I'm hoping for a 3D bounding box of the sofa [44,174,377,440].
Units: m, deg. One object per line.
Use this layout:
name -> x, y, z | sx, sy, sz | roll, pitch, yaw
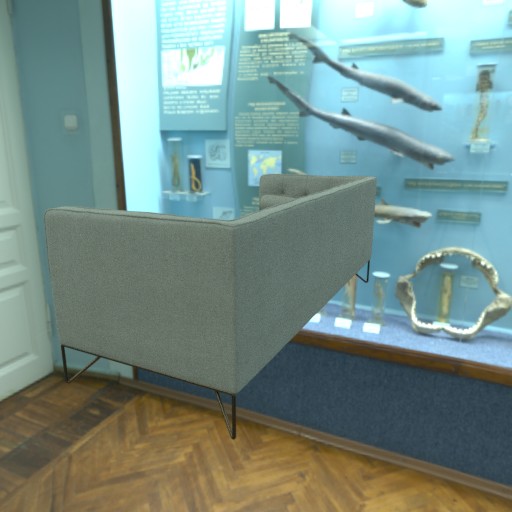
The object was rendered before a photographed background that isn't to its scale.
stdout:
sofa -> 0.000, 0.000, 2.563 | 0.912, 0.798, 2.079 | 7, 16, 26
